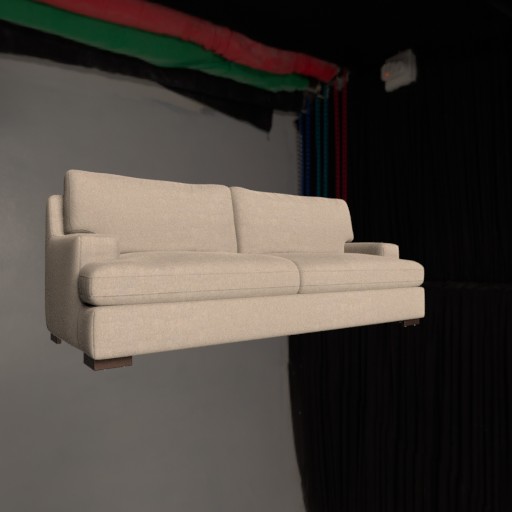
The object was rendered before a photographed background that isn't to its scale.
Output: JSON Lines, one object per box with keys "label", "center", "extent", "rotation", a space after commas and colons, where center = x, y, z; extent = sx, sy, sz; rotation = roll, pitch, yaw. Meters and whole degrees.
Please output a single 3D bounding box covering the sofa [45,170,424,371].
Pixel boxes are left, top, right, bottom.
{"label": "sofa", "center": [0.000, 0.000, 2.857], "extent": [2.354, 0.980, 0.962], "rotation": [0, 0, -36]}
